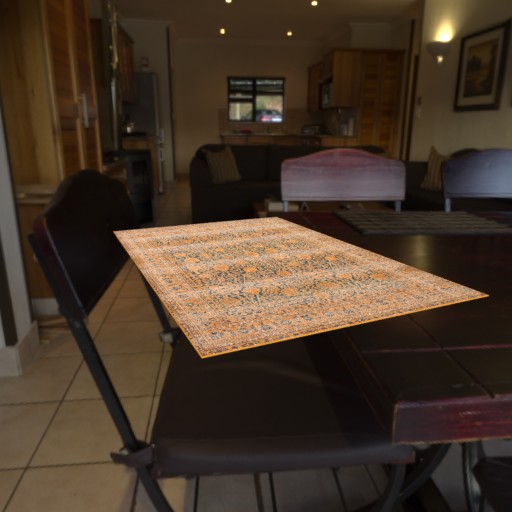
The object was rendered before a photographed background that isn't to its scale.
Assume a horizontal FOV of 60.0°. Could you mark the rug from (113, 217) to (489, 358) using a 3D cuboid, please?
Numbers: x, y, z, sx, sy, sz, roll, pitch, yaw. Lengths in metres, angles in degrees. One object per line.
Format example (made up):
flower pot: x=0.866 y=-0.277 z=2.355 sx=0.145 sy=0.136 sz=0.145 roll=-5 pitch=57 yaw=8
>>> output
rug: x=0.000 y=0.000 z=2.964 sx=1.525 sy=0.007 sz=2.336 roll=-7 pitch=17 yaw=-24
